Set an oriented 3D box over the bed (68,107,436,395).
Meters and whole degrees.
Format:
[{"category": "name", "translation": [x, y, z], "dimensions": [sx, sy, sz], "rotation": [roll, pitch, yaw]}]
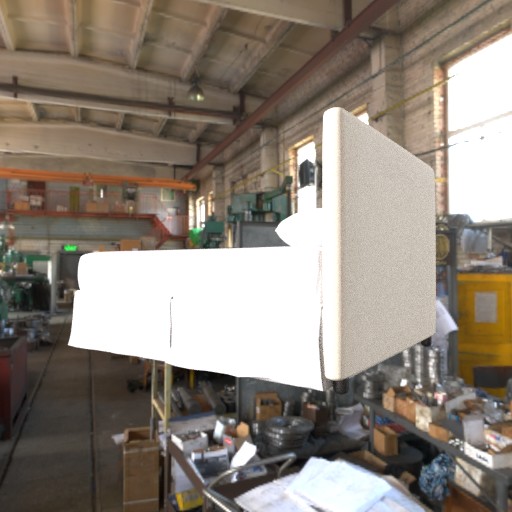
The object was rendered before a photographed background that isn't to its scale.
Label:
[{"category": "bed", "translation": [0.000, 0.000, 3.248], "dimensions": [2.142, 1.330, 1.713], "rotation": [-1, -1, 36]}]
